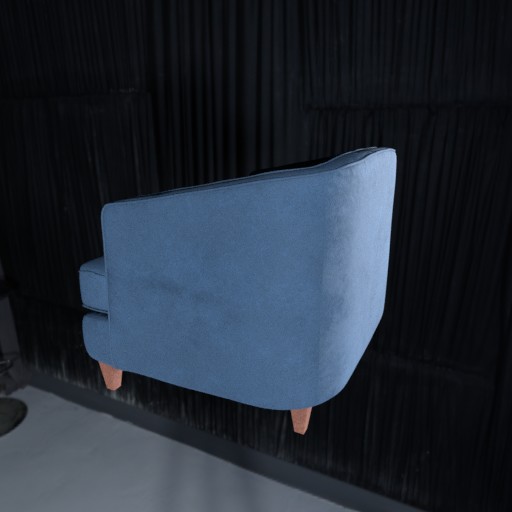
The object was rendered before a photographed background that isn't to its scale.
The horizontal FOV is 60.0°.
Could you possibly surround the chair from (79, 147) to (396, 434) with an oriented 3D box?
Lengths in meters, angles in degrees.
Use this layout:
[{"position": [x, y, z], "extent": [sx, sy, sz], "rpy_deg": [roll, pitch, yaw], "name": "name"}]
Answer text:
[{"position": [0.000, 0.000, 1.770], "extent": [0.940, 0.852, 1.094], "rpy_deg": [8, 19, 25], "name": "chair"}]
